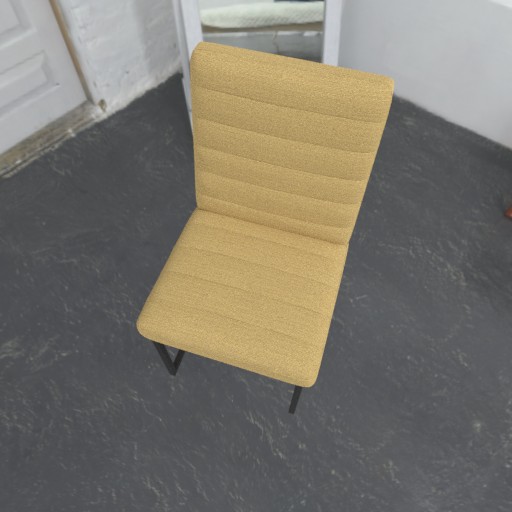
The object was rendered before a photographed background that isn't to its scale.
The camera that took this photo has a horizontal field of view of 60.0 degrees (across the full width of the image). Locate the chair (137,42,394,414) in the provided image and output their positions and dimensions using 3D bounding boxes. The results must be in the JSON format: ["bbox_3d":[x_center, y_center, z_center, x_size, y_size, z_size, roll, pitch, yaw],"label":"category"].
[{"bbox_3d":[0.000,0.000,1.322,0.520,0.930,0.634,15,59,9],"label":"chair"}]
